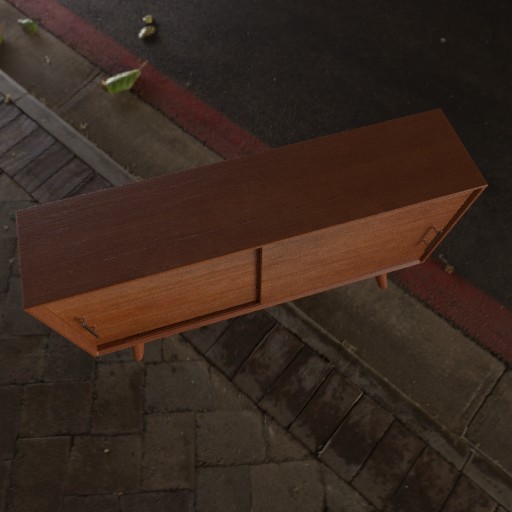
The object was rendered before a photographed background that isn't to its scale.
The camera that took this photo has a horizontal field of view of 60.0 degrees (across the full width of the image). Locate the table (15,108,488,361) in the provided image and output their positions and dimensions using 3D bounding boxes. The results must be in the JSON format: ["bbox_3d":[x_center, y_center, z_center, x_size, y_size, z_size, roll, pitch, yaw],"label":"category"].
[{"bbox_3d":[0.000,0.000,1.483,1.220,0.698,0.308,-15,66,-7],"label":"table"}]
